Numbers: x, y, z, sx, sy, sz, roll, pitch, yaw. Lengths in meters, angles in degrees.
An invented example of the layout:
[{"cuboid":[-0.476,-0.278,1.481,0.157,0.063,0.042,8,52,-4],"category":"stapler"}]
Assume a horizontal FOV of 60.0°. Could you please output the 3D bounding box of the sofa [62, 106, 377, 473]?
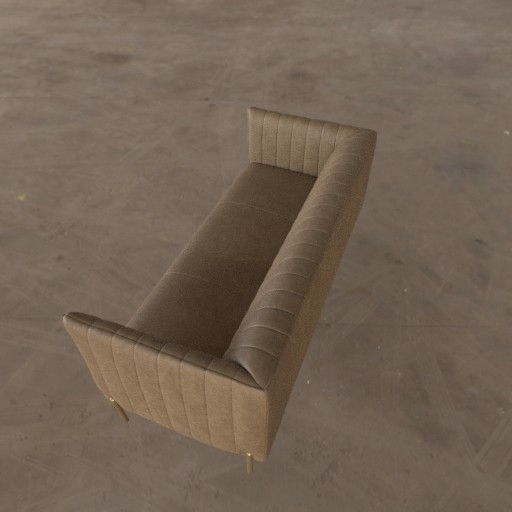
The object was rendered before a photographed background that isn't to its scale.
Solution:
[{"cuboid":[0.000,0.000,2.480,0.876,0.779,1.980,16,47,15],"category":"sofa"}]
